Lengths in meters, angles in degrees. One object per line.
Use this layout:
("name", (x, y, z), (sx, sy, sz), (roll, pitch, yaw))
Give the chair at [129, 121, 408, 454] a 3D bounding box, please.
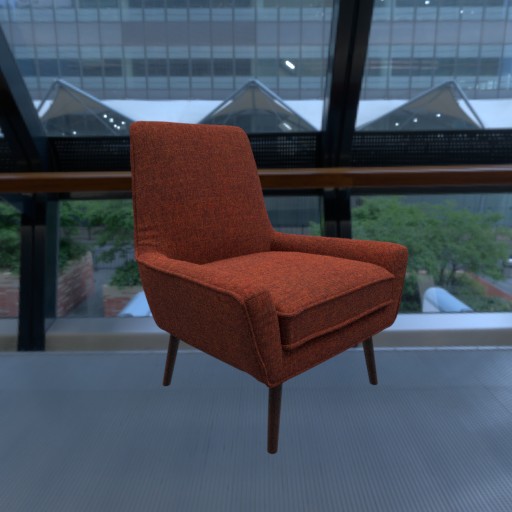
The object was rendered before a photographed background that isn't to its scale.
("chair", (0.000, 0.000, 1.533), (0.803, 0.911, 0.784), (-12, 17, -43))
